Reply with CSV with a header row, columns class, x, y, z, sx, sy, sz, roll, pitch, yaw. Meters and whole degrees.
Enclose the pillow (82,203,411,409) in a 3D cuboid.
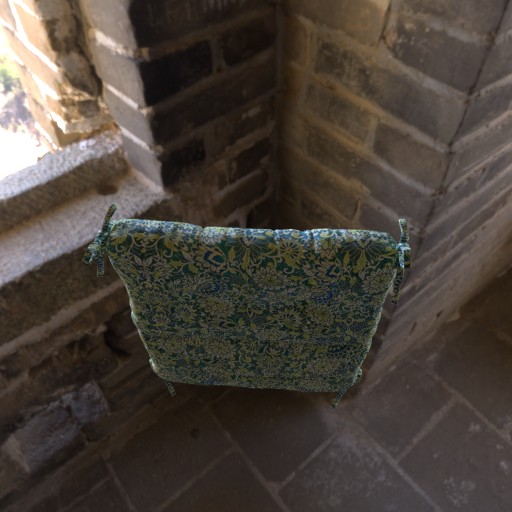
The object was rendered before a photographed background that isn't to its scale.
class,x,y,z,sx,sy,sz,roll,pitch,yaw
pillow,0.000,0.000,1.023,0.519,0.605,0.571,3,46,3
